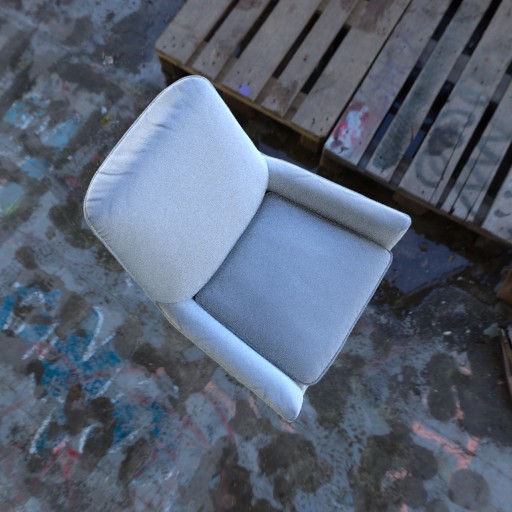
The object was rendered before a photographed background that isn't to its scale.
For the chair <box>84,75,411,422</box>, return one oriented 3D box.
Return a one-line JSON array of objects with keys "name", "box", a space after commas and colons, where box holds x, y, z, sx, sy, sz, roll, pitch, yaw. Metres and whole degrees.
[{"name": "chair", "box": [0.000, 0.000, 1.519, 0.822, 0.888, 0.787, 32, 78, 8]}]
